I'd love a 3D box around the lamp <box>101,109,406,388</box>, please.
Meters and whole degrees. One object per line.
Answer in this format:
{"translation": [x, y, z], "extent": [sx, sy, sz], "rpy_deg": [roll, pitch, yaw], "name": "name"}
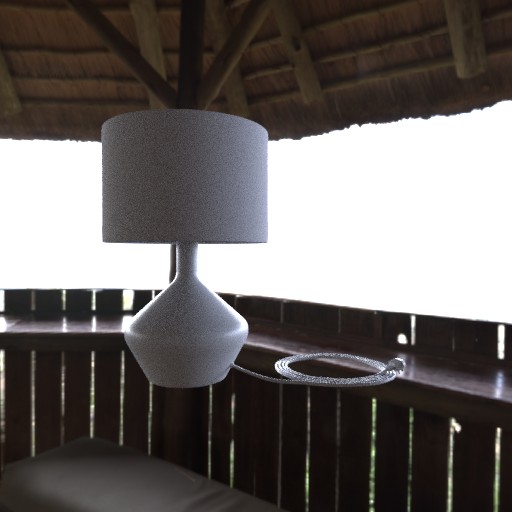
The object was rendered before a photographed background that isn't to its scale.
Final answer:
{"translation": [0.000, 0.000, 0.845], "extent": [0.546, 0.457, 0.401], "rpy_deg": [0, 1, 18], "name": "lamp"}
